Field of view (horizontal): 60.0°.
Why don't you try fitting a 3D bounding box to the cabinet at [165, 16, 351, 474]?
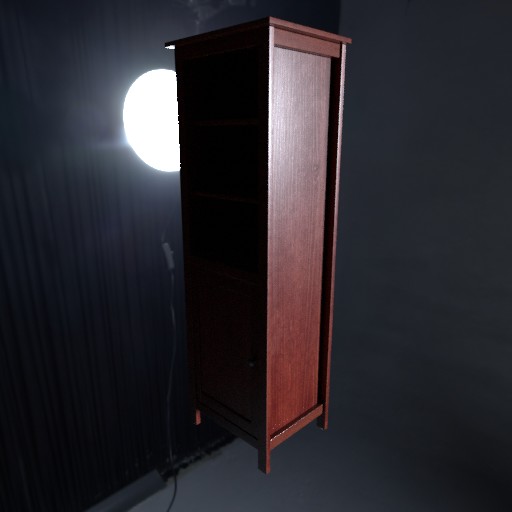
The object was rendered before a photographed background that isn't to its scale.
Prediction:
[{"bbox_3d":[0.000,0.000,1.706,0.500,1.518,0.401,14,21,43],"label":"cabinet"}]
